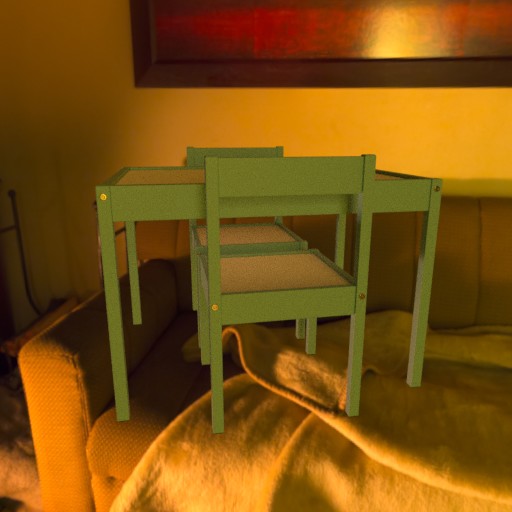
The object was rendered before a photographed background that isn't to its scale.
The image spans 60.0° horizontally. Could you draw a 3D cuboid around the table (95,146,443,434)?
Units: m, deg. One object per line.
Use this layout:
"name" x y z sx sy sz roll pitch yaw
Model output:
"table" 0.000 0.000 1.076 0.639 0.503 0.633 -3 15 -11
